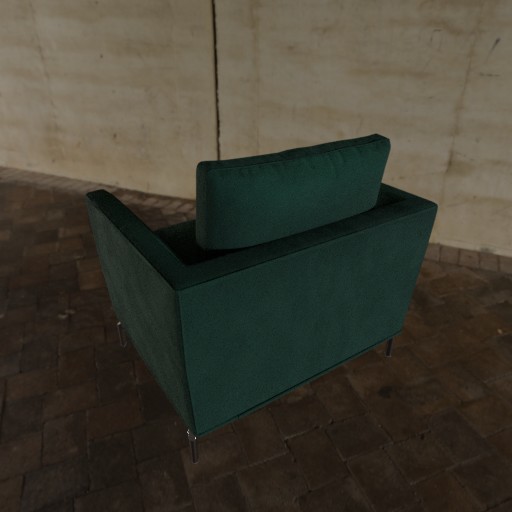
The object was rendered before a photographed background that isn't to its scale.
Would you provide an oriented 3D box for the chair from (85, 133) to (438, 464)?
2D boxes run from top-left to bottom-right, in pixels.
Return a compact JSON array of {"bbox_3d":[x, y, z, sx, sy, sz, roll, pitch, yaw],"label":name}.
[{"bbox_3d":[0.000,0.000,1.776,1.047,0.997,0.852,-18,34,-29],"label":"chair"}]
